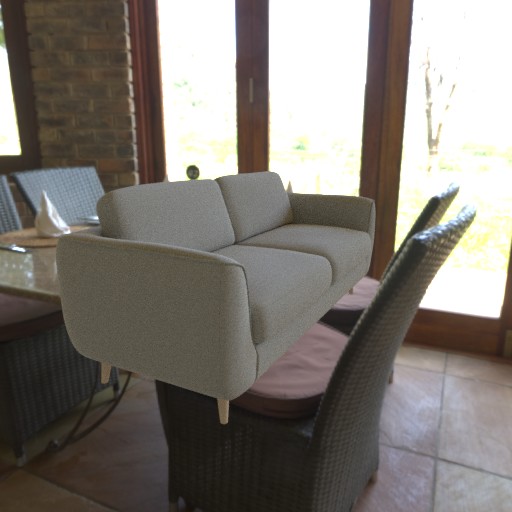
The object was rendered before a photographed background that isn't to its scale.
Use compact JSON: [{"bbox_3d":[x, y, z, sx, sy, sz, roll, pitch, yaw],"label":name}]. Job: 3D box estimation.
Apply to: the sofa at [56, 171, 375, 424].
[{"bbox_3d":[0.000,0.000,2.450,0.920,0.850,2.000,7,16,27],"label":"sofa"}]
